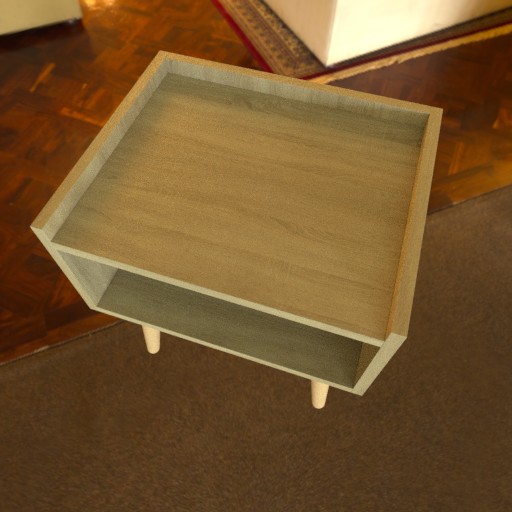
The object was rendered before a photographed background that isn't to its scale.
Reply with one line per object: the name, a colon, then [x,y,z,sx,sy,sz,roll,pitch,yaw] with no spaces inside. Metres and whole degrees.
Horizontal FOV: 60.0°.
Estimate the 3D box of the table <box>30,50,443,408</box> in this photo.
table: [0.000,0.000,0.787,0.450,0.470,0.370,16,59,10]
